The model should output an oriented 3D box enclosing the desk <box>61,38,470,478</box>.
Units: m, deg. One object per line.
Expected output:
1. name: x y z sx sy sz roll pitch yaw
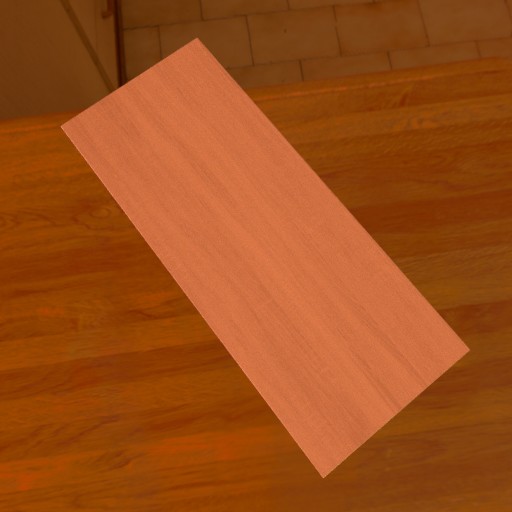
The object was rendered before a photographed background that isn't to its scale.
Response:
1. desk: 0.000 0.000 1.774 0.600 0.740 1.390 -37 79 -8
